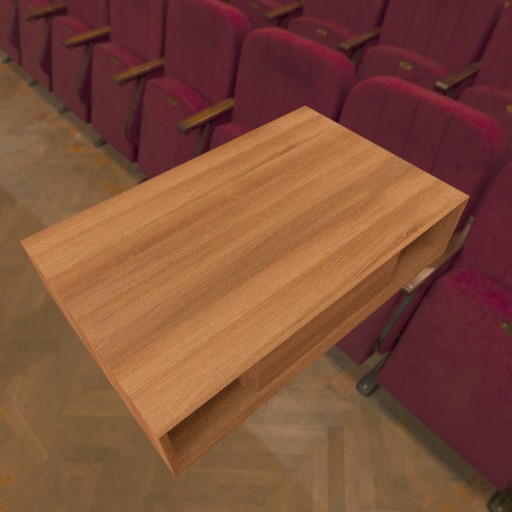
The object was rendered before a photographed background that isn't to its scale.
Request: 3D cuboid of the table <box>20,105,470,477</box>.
[{"bbox_3d":[0.000,0.000,1.397,1.100,0.330,0.700,-33,56,-26],"label":"table"}]
